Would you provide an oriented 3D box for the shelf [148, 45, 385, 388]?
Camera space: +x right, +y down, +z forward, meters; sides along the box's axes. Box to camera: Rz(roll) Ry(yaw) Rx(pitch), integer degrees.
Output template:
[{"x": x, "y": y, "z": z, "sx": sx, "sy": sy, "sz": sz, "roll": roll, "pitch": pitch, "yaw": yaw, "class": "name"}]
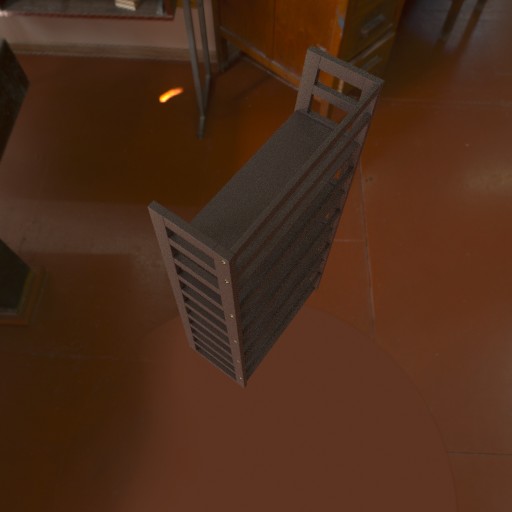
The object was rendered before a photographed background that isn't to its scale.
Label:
[{"x": 0.000, "y": 0.000, "z": 1.963, "sx": 0.403, "sy": 1.600, "sz": 0.763, "roll": 33, "pitch": 68, "yaw": 16, "class": "shelf"}]
